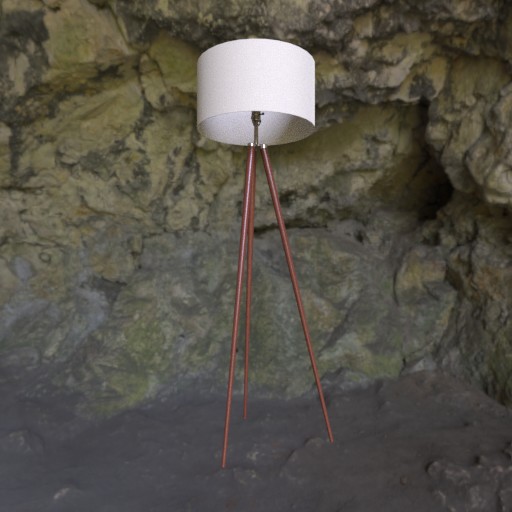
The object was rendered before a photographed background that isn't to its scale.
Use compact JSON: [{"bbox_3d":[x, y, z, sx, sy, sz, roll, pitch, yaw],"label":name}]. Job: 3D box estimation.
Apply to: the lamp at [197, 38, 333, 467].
[{"bbox_3d":[0.000,0.000,1.821,0.483,1.553,0.483,0,-1,37],"label":"lamp"}]
